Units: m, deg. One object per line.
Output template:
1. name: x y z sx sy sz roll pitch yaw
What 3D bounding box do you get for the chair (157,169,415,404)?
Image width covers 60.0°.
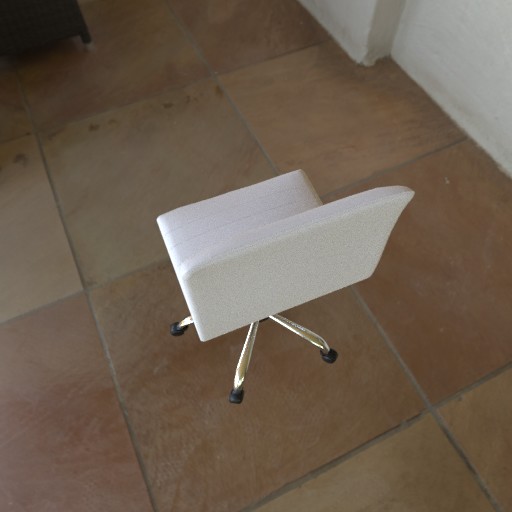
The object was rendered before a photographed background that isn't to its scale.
1. chair: 0.000 0.000 1.045 0.520 0.750 0.455 -20 62 -11
